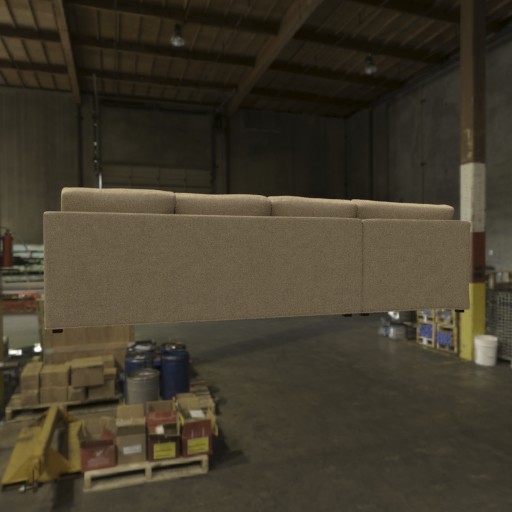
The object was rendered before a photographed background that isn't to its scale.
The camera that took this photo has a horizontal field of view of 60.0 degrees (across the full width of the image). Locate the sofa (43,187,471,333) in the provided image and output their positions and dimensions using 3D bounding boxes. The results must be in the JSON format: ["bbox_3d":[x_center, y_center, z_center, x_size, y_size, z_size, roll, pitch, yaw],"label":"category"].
[{"bbox_3d":[0.000,0.000,3.874,3.198,0.920,1.638,0,1,-18],"label":"sofa"}]
